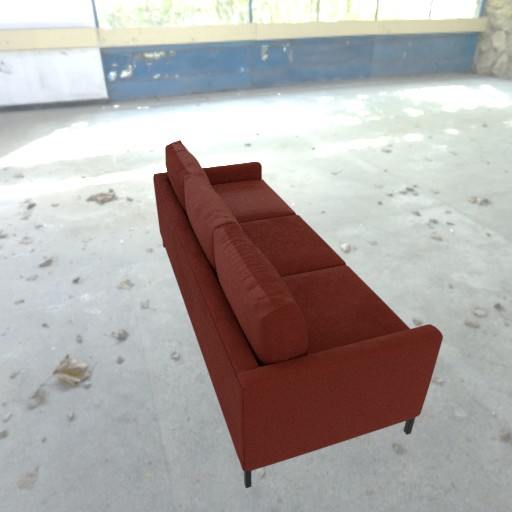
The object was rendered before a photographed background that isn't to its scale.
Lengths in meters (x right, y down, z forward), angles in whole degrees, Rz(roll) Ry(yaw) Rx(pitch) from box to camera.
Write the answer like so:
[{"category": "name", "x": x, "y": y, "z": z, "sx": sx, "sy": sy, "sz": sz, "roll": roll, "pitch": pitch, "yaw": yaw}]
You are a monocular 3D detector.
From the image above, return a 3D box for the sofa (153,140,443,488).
[{"category": "sofa", "x": 0.000, "y": 0.000, "z": 2.638, "sx": 0.875, "sy": 0.879, "sz": 2.252, "roll": -10, "pitch": 32, "yaw": -16}]
